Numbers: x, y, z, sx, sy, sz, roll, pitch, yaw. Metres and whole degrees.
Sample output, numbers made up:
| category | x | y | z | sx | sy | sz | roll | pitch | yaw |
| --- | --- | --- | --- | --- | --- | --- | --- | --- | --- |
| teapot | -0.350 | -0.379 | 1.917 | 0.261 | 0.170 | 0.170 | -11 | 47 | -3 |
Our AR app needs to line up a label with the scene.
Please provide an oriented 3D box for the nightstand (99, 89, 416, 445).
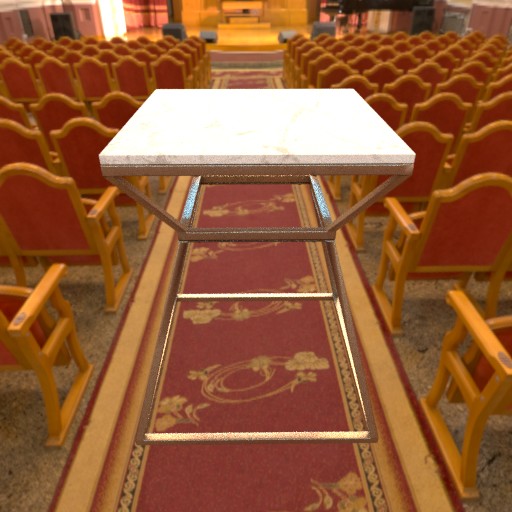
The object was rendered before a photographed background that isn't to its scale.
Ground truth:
| category | x | y | z | sx | sy | sz | roll | pitch | yaw |
| --- | --- | --- | --- | --- | --- | --- | --- | --- | --- |
| nightstand | 0.000 | 0.000 | 0.882 | 0.455 | 0.554 | 0.455 | 0 | 32 | -1 |
